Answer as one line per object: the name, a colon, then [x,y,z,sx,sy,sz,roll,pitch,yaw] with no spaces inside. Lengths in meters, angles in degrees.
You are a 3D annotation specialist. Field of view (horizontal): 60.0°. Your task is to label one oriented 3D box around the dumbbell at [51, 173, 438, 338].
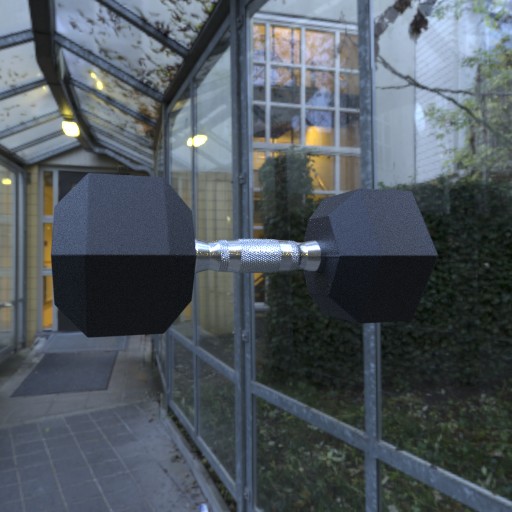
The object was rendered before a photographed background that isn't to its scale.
dumbbell: [0.000,0.000,0.410,0.337,0.123,0.142,0,0,-18]
